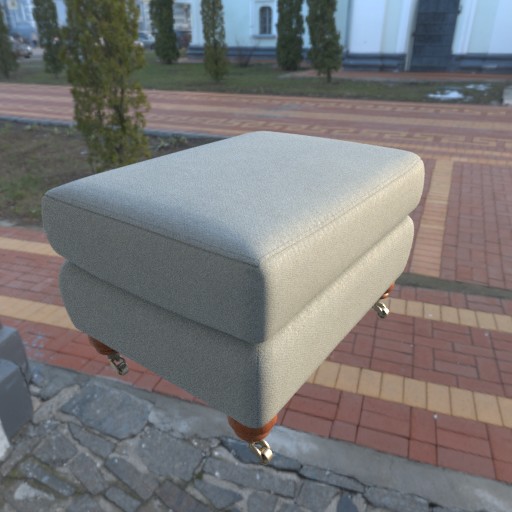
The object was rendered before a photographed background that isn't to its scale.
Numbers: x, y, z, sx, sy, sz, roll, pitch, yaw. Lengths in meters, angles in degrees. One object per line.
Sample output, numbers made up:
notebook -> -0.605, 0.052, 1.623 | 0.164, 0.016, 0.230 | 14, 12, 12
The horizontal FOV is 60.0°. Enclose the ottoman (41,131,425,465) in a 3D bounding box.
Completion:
ottoman -> 0.000, 0.000, 1.102 | 0.569, 0.499, 0.773 | 18, 32, 32
